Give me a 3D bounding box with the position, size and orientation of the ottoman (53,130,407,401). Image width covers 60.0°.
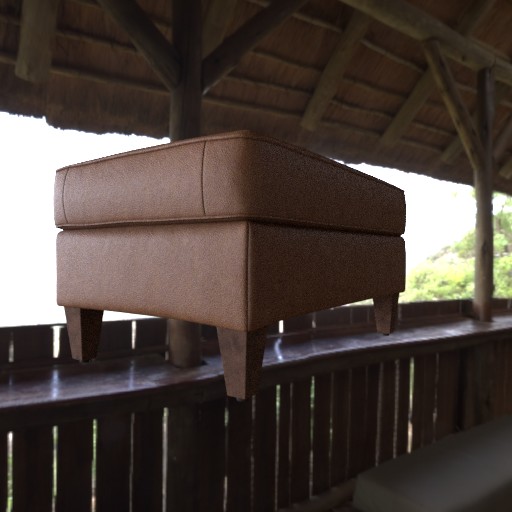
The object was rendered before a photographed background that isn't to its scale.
[{"bbox_3d":[0.000,0.000,1.177,0.584,0.483,0.864,0,1,35],"label":"ottoman"}]
